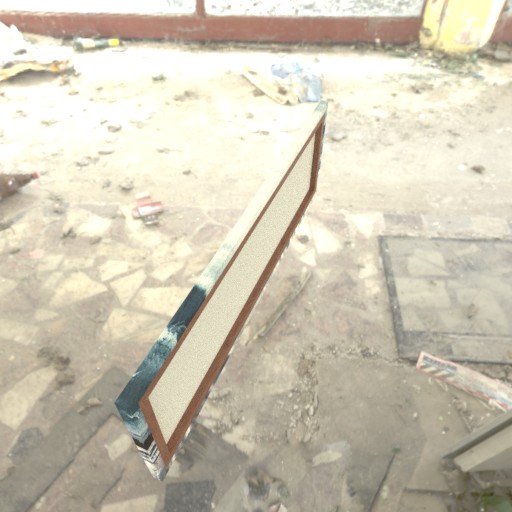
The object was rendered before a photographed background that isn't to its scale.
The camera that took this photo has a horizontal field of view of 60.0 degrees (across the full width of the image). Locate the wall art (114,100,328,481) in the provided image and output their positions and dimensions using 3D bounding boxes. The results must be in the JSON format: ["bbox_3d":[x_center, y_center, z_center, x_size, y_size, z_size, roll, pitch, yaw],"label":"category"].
[{"bbox_3d":[0.000,0.000,1.651,0.037,0.509,1.524,17,49,16],"label":"wall art"}]
